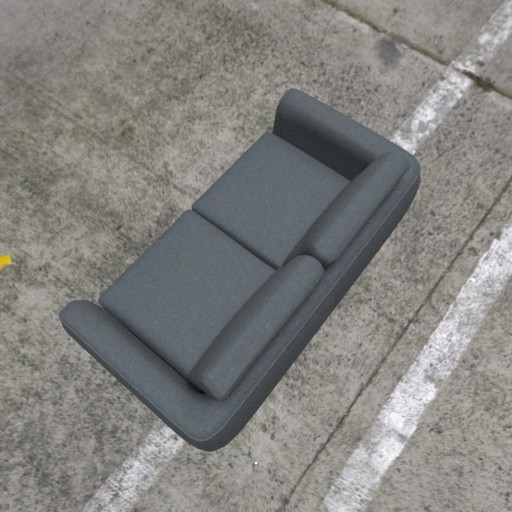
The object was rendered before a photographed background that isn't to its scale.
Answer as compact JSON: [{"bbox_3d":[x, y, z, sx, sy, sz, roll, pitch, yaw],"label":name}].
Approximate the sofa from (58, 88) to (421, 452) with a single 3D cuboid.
[{"bbox_3d":[0.000,0.000,2.212,0.920,0.850,1.700,36,70,15],"label":"sofa"}]
